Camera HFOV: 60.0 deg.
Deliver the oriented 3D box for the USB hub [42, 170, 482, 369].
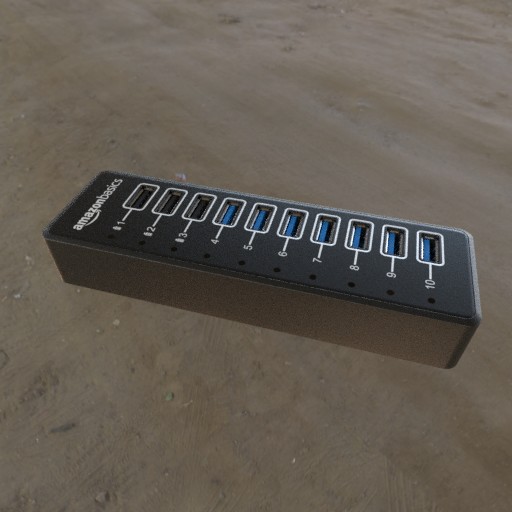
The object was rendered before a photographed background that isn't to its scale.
[{"bbox_3d":[0.000,0.000,0.161,0.145,0.023,0.044,11,45,11],"label":"USB hub"}]
